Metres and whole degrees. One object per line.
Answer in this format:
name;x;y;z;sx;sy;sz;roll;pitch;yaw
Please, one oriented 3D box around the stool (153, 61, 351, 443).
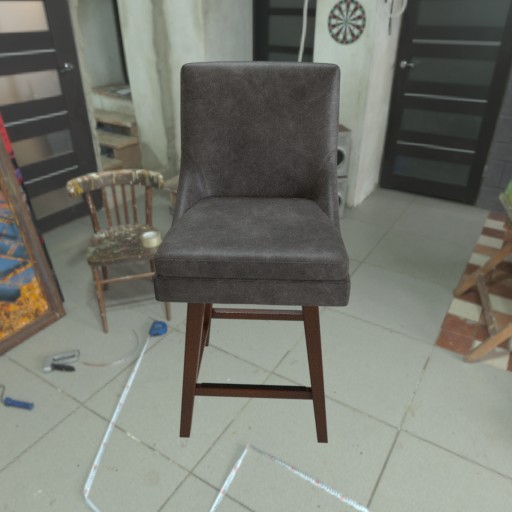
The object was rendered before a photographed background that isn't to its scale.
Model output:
stool;0.000;0.000;1.363;0.492;1.046;0.587;1;30;2
